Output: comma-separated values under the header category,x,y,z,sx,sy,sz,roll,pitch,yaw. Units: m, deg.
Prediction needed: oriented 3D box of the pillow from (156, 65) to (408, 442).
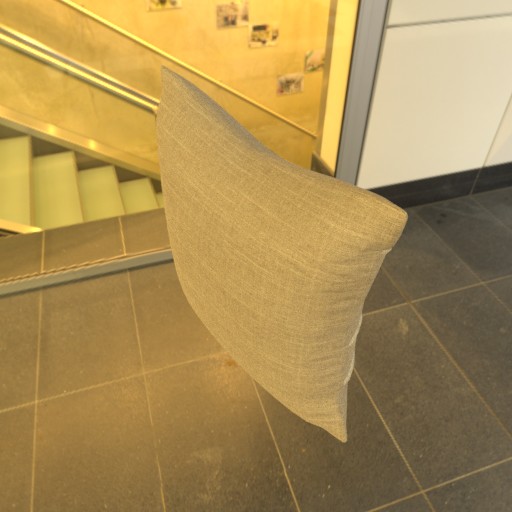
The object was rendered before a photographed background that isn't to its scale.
category,x,y,z,sx,sy,sz,roll,pitch,yaw
pillow,0.000,0.000,0.608,0.169,0.400,0.424,-28,50,-26
